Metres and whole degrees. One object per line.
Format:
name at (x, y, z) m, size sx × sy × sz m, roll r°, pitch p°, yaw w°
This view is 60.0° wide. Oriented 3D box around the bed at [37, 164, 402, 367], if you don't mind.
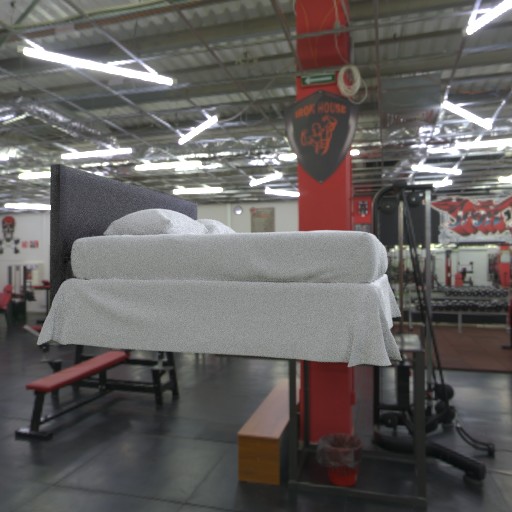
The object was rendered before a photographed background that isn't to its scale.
bed at (0.000, 0.000, 3.473) m, size 2.165 × 1.158 × 2.255 m, roll 0°, pitch -1°, yaw 18°
